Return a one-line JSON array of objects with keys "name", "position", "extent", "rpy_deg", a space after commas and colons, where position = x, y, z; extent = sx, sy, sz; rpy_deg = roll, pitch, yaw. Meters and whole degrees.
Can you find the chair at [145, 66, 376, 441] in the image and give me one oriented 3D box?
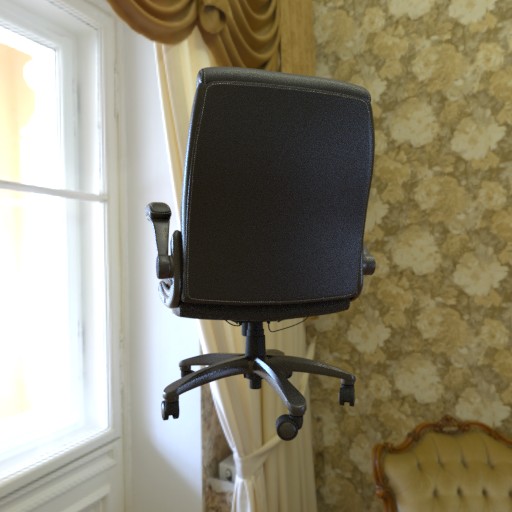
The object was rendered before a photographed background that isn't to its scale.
[{"name": "chair", "position": [0.000, 0.000, 1.635], "extent": [0.782, 1.110, 0.724], "rpy_deg": [0, 1, -17]}]
